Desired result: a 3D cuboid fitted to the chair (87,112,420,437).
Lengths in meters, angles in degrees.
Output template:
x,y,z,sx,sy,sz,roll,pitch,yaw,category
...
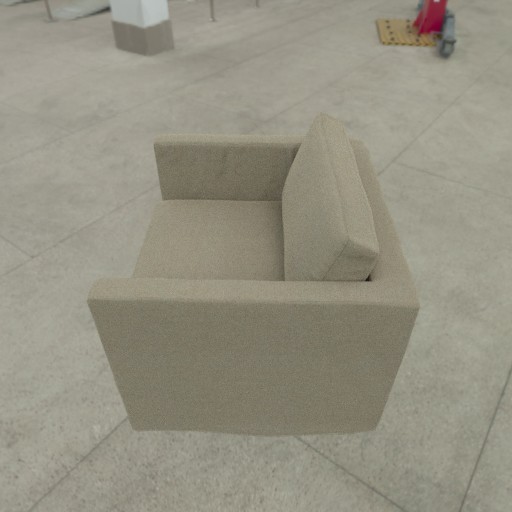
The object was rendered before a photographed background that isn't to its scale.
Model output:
x,y,z,sx,sy,sz,roll,pitch,yaw,category
0.000,0.000,1.762,0.949,0.863,1.057,1,41,1,chair
